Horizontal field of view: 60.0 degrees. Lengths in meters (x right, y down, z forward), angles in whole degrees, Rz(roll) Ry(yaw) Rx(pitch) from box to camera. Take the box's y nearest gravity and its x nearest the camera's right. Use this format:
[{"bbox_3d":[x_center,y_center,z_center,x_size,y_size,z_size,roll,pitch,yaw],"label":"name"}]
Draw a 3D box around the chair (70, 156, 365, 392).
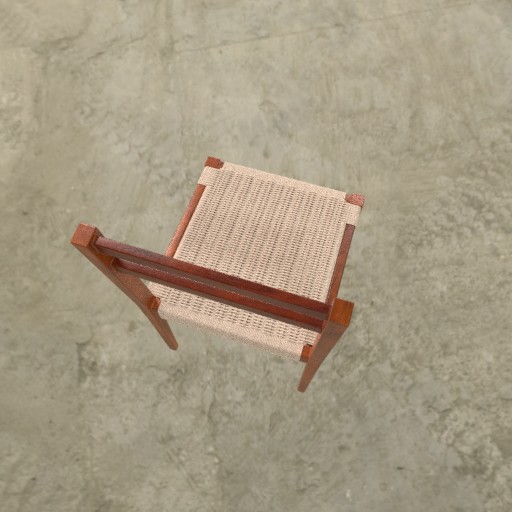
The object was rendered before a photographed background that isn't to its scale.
[{"bbox_3d":[0.000,0.000,1.225,0.495,0.851,0.569,16,63,8],"label":"chair"}]
